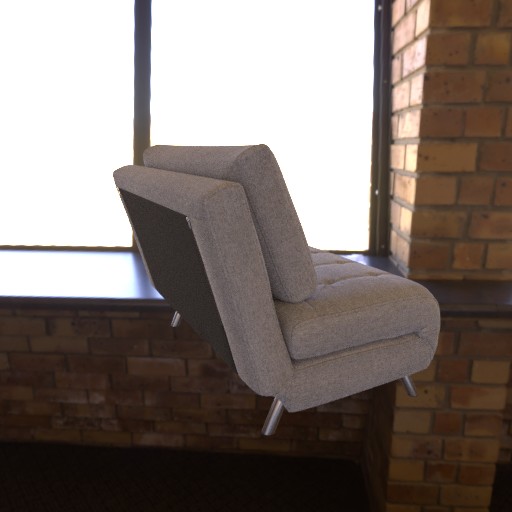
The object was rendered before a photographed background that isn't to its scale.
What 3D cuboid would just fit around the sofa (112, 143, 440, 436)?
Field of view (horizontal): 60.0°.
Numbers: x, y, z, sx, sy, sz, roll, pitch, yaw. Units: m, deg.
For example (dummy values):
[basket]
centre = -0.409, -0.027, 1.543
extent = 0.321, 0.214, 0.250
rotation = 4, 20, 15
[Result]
[sofa]
centre = 0.000, 0.000, 1.853
extent = 0.910, 0.910, 1.220
rotation = -7, 16, -27
